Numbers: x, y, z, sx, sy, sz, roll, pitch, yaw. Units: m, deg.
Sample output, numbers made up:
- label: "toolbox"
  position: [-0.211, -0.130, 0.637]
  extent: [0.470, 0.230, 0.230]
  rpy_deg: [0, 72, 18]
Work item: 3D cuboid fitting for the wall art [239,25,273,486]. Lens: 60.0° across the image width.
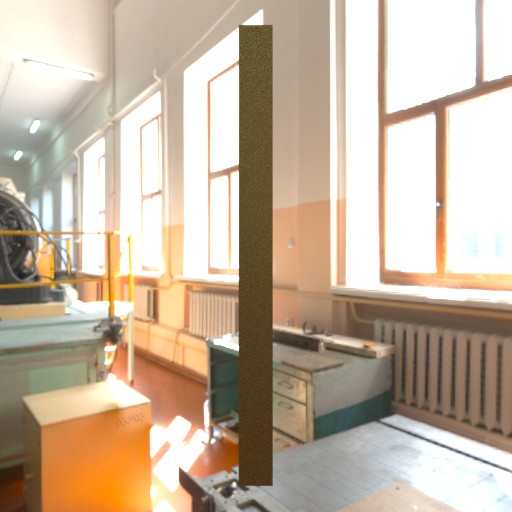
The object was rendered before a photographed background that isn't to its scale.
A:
- label: "wall art"
  position: [0.000, 0.000, 1.876]
  extent: [0.095, 1.284, 1.284]
  rpy_deg: [0, 0, 0]
